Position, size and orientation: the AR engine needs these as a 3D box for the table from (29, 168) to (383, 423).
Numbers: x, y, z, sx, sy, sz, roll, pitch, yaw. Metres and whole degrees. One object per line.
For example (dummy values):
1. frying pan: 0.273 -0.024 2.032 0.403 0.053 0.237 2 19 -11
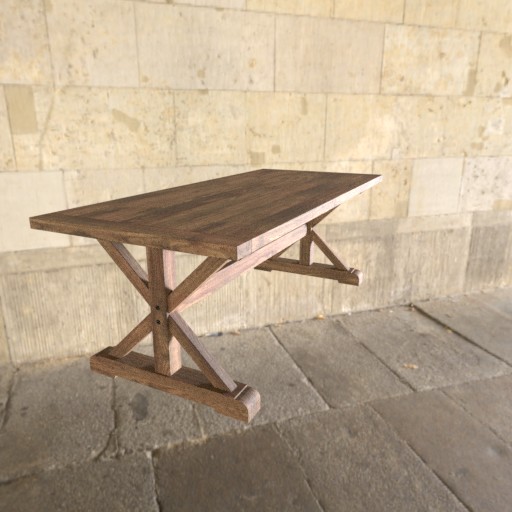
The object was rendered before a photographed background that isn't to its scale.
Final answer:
1. table: 0.000 0.000 2.461 0.907 0.733 2.031 8 19 26
